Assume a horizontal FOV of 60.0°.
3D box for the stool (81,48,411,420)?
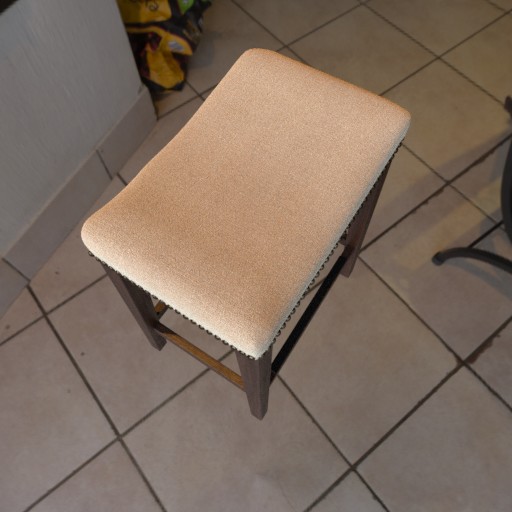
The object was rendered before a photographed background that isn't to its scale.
[{"bbox_3d":[0.000,0.000,0.984,0.363,0.669,0.509,30,68,14],"label":"stool"}]
